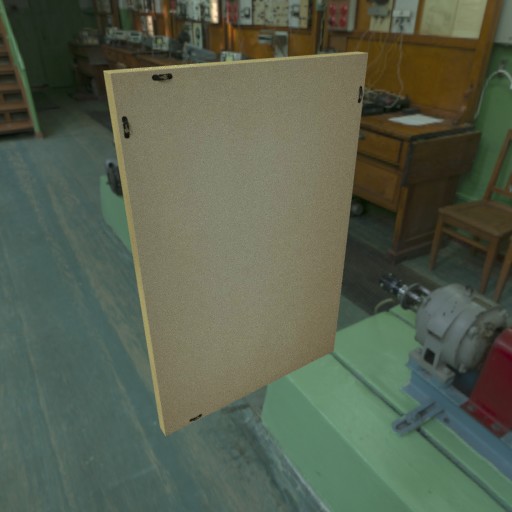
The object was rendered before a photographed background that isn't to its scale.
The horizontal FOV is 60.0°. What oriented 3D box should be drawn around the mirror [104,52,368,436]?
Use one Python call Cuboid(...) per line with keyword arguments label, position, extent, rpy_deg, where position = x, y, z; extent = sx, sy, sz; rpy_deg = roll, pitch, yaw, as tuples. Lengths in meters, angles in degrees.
Cuboid(label="mirror", position=(0.000, 0.000, 1.127), extent=(0.609, 0.915, 0.041), rpy_deg=(-18, 35, -29))
